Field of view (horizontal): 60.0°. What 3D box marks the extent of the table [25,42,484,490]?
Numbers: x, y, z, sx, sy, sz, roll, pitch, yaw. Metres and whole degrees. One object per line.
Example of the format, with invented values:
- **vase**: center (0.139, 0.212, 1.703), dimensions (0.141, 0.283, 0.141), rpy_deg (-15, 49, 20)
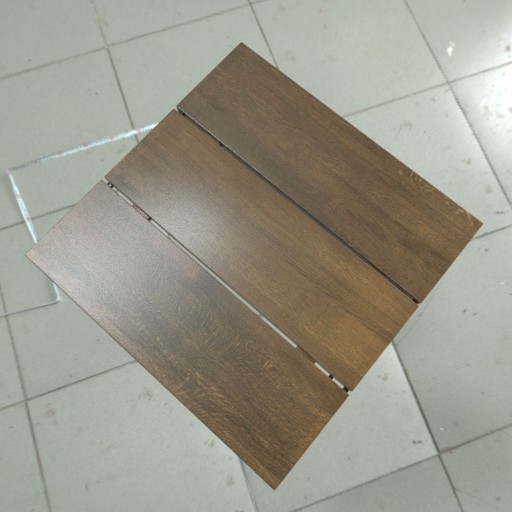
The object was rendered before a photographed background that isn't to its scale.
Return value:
- **table**: center (0.000, 0.000, 1.419), dimensions (0.900, 0.400, 0.900), rpy_deg (40, 80, 9)
